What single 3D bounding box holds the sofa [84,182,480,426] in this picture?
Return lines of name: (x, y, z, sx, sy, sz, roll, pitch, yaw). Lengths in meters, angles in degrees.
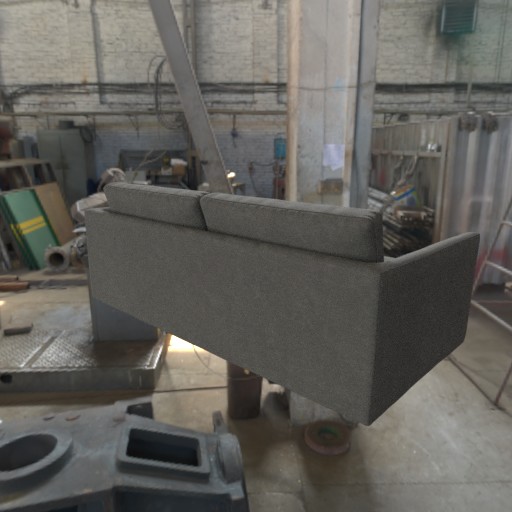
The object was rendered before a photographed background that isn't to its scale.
sofa: (0.000, 0.000, 2.736, 2.257, 0.838, 1.092, 13, 19, 41)
